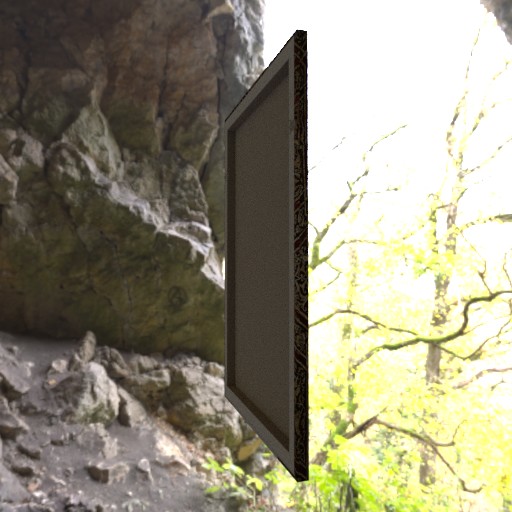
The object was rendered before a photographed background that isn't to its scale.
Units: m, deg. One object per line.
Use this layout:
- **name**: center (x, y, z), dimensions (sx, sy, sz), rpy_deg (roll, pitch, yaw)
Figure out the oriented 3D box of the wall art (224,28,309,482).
- **wall art**: center (0.000, 0.000, 0.776), dimensions (0.020, 0.599, 0.397), rpy_deg (0, -1, -18)
